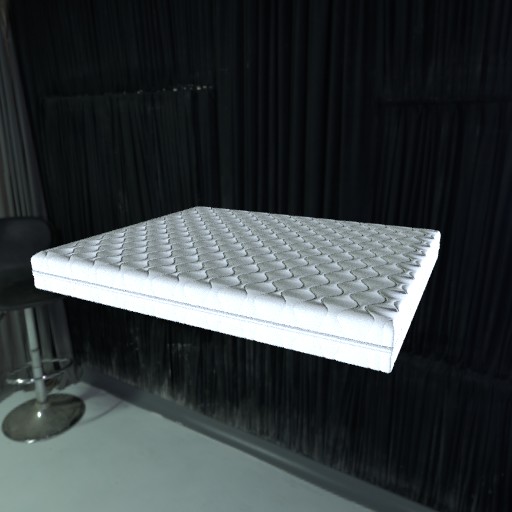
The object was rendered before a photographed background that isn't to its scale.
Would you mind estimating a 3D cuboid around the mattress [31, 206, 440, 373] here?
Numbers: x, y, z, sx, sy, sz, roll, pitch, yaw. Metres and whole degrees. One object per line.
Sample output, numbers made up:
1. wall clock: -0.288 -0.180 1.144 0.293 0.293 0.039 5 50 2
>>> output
1. mattress: 0.000 0.000 2.647 1.900 0.200 1.600 8 19 26
